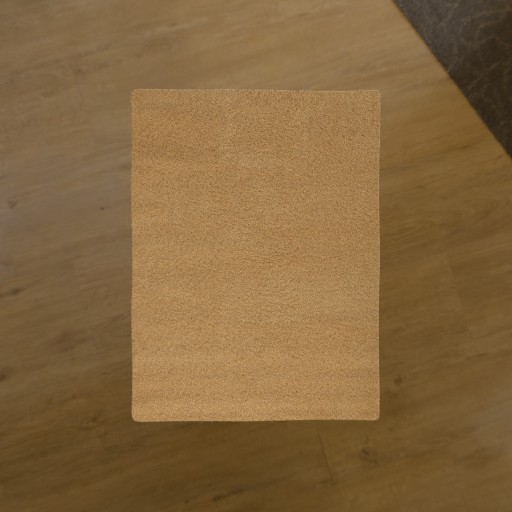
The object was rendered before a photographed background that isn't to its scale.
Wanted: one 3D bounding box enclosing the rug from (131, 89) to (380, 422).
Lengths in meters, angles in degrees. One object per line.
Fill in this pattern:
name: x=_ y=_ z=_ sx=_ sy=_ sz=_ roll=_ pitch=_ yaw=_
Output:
rug: x=0.000 y=0.000 z=2.147 sx=1.199 sy=0.025 sz=1.600 roll=0 pitch=91 yaw=-1
